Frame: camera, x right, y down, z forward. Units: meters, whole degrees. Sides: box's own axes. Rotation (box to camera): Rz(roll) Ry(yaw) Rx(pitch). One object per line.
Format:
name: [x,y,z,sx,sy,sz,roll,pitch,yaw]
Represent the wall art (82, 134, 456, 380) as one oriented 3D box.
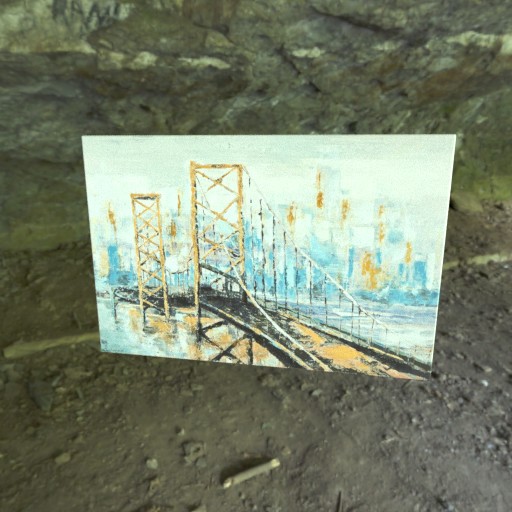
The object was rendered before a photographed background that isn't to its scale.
wall art: [0.000,0.000,1.157,0.913,0.609,0.038,3,14,10]
